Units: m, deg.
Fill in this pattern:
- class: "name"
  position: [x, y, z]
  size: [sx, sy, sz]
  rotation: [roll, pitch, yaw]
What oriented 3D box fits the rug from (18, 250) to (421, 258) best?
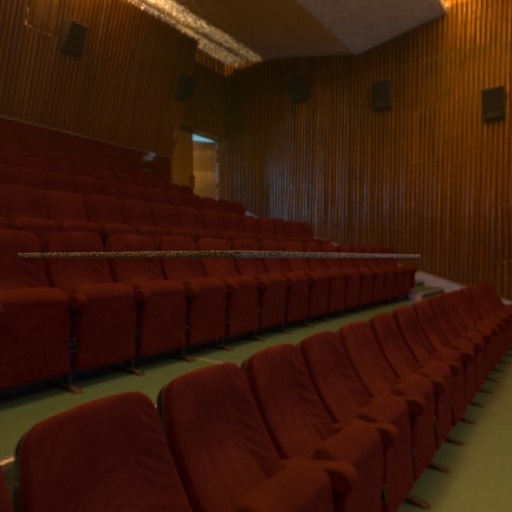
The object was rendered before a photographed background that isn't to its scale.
- class: "rug"
  position: [0.000, 0.000, 2.921]
  size: [1.501, 0.025, 2.352]
  rotation: [0, 0, 35]
